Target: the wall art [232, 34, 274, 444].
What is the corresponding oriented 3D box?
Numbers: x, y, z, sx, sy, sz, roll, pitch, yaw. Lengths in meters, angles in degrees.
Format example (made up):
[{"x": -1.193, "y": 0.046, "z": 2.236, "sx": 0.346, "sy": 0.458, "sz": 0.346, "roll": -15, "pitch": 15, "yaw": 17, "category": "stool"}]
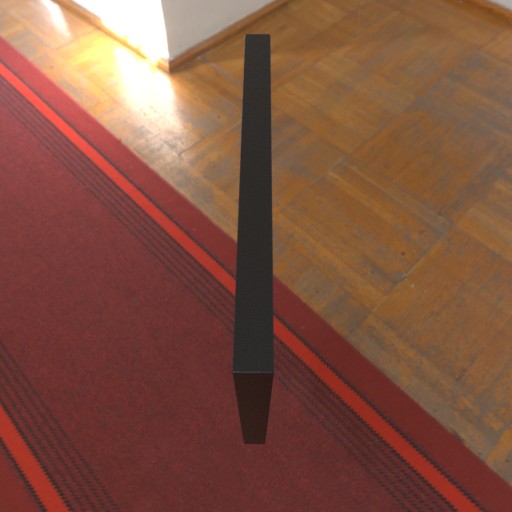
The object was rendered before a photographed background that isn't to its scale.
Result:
[{"x": 0.000, "y": 0.000, "z": 0.539, "sx": 0.028, "sy": 0.330, "sz": 0.380, "roll": 1, "pitch": 59, "yaw": 0, "category": "wall art"}]
